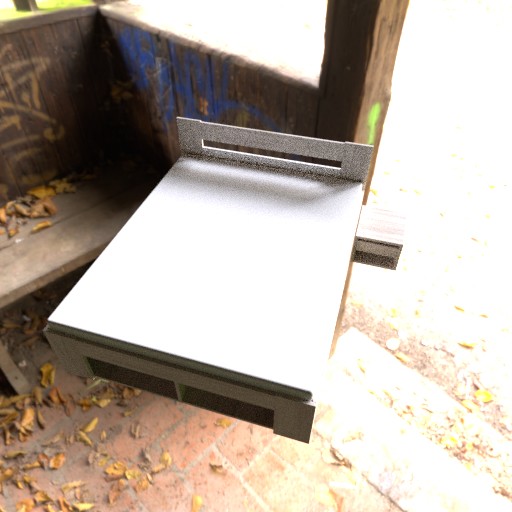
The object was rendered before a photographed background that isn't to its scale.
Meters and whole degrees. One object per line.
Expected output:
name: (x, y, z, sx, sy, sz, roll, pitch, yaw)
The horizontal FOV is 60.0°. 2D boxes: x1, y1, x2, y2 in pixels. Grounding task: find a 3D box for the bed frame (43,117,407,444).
bed frame: (0.000, 0.000, 3.165, 2.040, 0.860, 2.050, 12, 45, 12)
